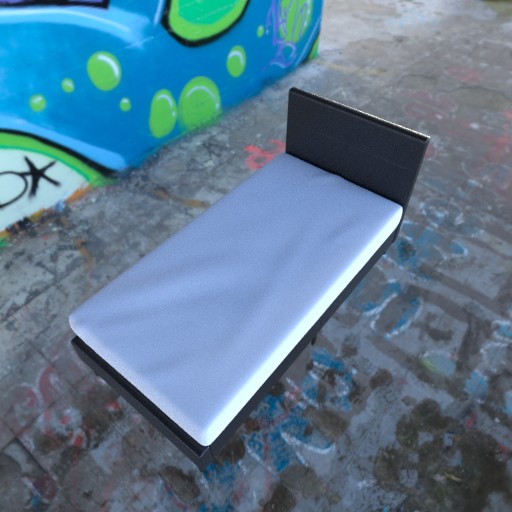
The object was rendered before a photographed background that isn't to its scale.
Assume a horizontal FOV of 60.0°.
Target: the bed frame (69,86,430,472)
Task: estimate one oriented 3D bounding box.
[{"bbox_3d":[0.000,0.000,2.572,1.038,1.046,2.152,31,55,25],"label":"bed frame"}]
